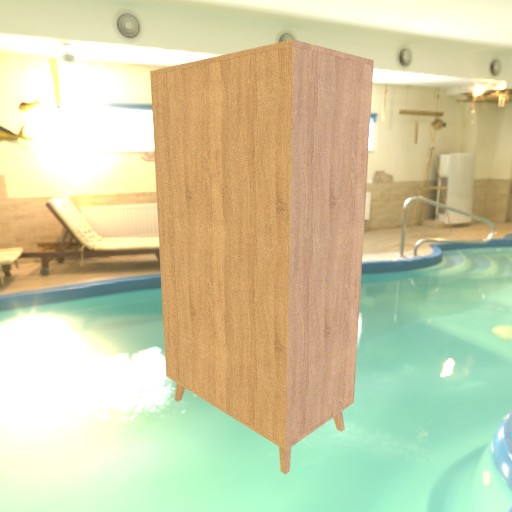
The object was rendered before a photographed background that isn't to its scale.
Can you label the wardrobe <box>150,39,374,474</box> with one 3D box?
[{"bbox_3d":[0.000,0.000,2.455,0.600,1.960,1.000,-13,19,-43],"label":"wardrobe"}]
